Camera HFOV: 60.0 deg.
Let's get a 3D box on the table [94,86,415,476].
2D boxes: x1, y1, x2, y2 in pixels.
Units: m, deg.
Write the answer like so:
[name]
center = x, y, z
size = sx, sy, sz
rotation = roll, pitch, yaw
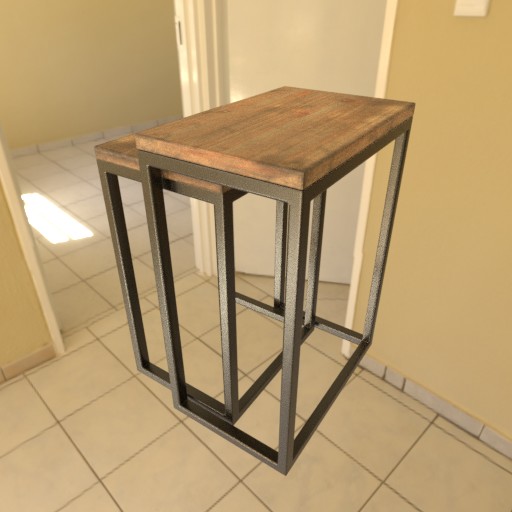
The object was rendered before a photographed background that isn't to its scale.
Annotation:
[table]
center = 0.000, 0.000, 0.956
size = 0.460, 0.615, 0.456
rotation = 21, 37, 30
